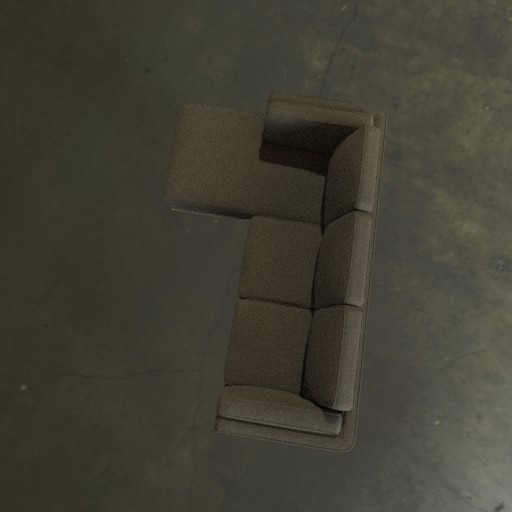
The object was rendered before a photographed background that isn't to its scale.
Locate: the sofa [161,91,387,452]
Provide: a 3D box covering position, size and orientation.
[{"bbox_3d":[0.000,0.000,3.268,1.604,0.929,2.411,9,77,2],"label":"sofa"}]
